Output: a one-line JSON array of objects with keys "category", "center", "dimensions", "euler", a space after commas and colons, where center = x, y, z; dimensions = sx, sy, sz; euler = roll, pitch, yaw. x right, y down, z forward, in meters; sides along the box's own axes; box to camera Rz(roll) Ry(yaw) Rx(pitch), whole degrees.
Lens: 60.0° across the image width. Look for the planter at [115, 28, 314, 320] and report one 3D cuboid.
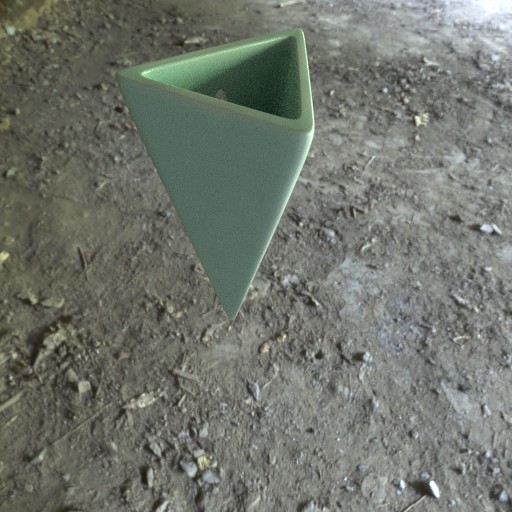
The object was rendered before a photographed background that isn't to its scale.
[{"category": "planter", "center": [0.000, 0.000, 0.216], "dimensions": [0.080, 0.178, 0.064], "euler": [-24, 51, -21]}]
